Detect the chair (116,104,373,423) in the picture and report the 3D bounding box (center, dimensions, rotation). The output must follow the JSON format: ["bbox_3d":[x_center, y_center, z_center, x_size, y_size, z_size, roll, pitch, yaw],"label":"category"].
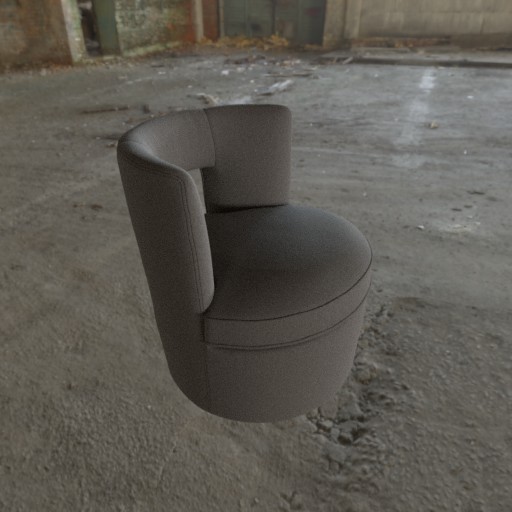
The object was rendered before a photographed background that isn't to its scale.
[{"bbox_3d":[0.000,0.000,1.275,0.660,0.719,0.689,11,32,18],"label":"chair"}]
